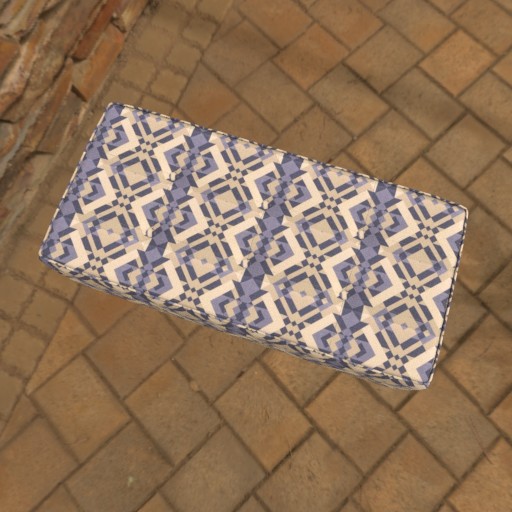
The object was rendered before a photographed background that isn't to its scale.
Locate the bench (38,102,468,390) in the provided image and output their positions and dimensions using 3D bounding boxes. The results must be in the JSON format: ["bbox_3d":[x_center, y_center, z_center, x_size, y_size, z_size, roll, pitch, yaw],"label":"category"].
[{"bbox_3d":[0.000,0.000,1.329,1.016,0.477,0.492,18,76,5],"label":"bench"}]
